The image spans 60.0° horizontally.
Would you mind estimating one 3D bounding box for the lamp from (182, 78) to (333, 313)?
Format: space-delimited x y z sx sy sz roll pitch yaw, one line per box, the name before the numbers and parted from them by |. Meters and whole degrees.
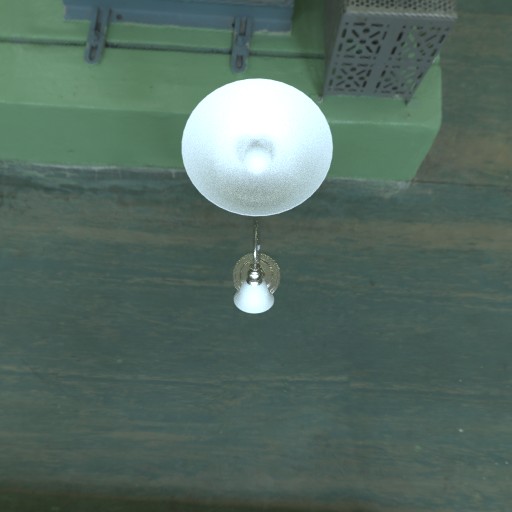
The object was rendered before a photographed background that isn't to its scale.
lamp | 0.000 0.000 2.033 0.405 1.785 0.575 2 76 1
